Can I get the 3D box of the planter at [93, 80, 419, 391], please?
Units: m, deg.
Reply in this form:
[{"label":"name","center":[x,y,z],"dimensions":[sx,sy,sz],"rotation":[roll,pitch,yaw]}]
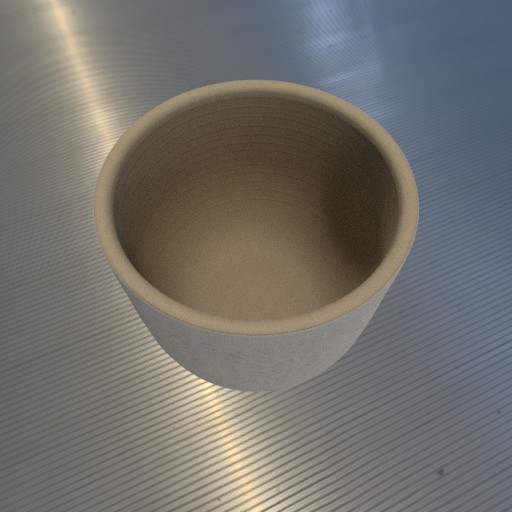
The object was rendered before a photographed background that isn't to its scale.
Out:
[{"label":"planter","center":[0.000,0.000,0.218],"dimensions":[0.124,0.109,0.124],"rotation":[0,59,0]}]
